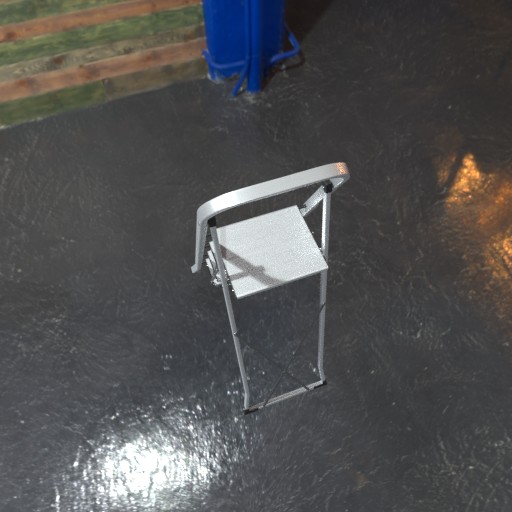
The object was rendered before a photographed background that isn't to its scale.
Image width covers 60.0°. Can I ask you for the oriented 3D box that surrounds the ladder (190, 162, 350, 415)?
[{"bbox_3d":[0.000,0.000,1.696,0.465,1.290,0.830,-17,61,-10],"label":"ladder"}]
